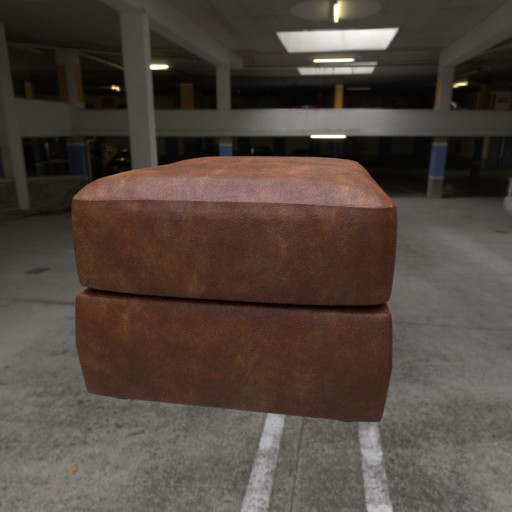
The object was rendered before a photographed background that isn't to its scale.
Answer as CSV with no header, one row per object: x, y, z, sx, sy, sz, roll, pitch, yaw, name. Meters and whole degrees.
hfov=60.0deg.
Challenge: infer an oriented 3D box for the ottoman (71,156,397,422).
0.000,0.000,1.134,0.603,0.476,0.751,3,16,9,ottoman
